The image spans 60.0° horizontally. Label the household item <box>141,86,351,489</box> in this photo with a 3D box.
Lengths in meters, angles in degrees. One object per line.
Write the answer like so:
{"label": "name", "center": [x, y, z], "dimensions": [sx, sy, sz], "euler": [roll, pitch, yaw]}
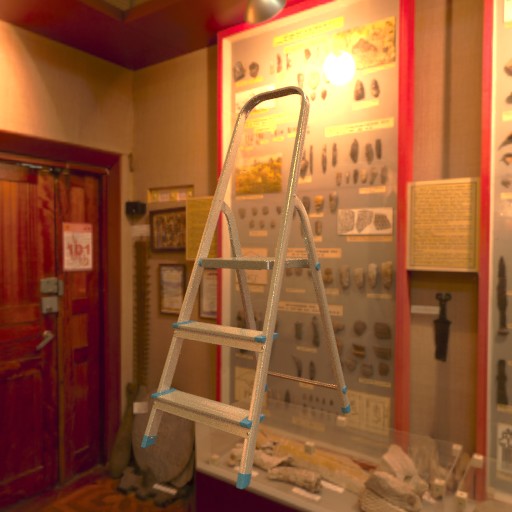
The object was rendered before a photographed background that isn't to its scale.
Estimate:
{"label": "household item", "center": [0.000, 0.000, 1.554], "dimensions": [0.420, 1.215, 0.687], "euler": [1, 2, 37]}
